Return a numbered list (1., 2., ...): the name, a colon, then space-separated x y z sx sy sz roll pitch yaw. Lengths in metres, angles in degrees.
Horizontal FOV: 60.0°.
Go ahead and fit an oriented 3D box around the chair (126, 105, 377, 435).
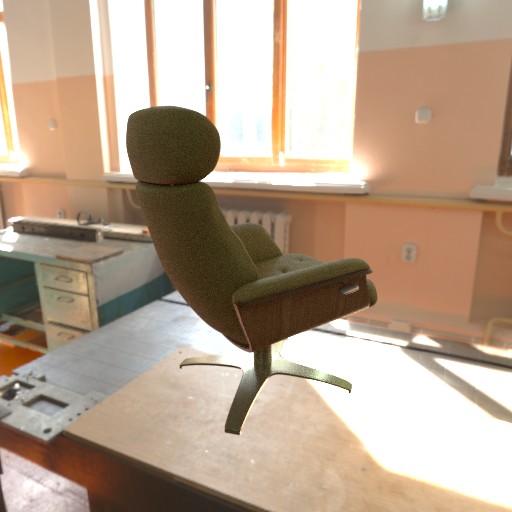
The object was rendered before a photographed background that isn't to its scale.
1. chair: 0.000 0.000 1.601 0.837 0.995 0.785 -8 16 -27
